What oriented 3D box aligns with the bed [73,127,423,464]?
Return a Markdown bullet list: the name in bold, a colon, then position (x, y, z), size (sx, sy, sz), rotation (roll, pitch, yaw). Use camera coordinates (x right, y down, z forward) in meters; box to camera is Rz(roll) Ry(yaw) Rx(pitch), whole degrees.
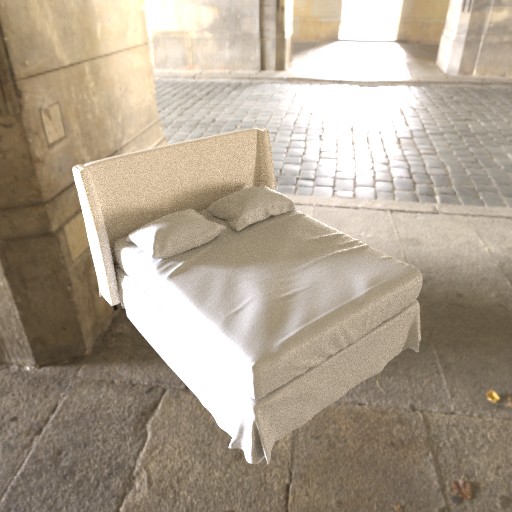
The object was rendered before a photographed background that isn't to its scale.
- **bed**: position (0.000, 0.000, 3.552), size (1.925, 1.332, 2.276), rotation (-22, 37, -32)
